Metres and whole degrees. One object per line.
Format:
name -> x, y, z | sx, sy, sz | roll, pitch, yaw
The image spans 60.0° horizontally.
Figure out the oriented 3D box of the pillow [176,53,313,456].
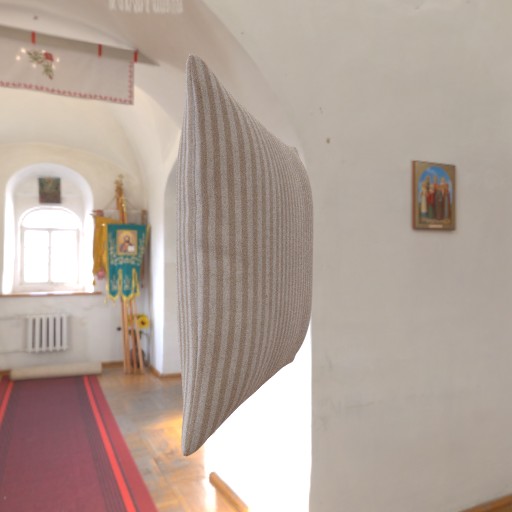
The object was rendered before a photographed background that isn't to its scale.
pillow -> 0.000, 0.000, 0.803 | 0.166, 0.510, 0.523 | 0, 0, 19
